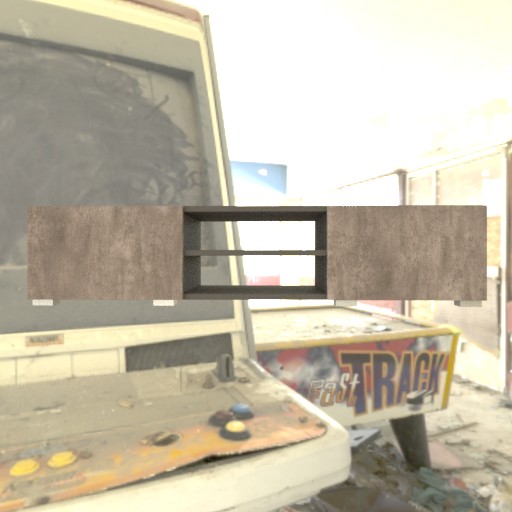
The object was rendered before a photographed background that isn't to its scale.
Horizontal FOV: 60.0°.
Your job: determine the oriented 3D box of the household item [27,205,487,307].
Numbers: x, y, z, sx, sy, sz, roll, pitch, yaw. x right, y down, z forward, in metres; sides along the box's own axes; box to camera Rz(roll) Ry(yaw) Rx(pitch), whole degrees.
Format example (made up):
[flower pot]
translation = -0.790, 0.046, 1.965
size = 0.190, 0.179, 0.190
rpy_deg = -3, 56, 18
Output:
[household item]
translation = 0.000, 0.000, 1.557
size = 1.400, 0.310, 0.420
rpy_deg = 0, 0, 1
